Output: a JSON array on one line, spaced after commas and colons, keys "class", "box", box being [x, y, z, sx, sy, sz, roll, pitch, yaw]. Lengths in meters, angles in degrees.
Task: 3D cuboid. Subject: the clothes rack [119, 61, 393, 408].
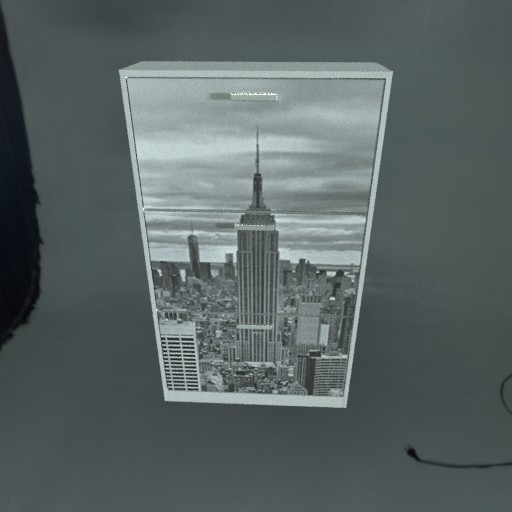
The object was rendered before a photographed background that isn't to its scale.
[{"class": "clothes rack", "box": [0.000, 0.000, 1.618, 0.750, 1.280, 0.250, 1, 29, 2]}]
